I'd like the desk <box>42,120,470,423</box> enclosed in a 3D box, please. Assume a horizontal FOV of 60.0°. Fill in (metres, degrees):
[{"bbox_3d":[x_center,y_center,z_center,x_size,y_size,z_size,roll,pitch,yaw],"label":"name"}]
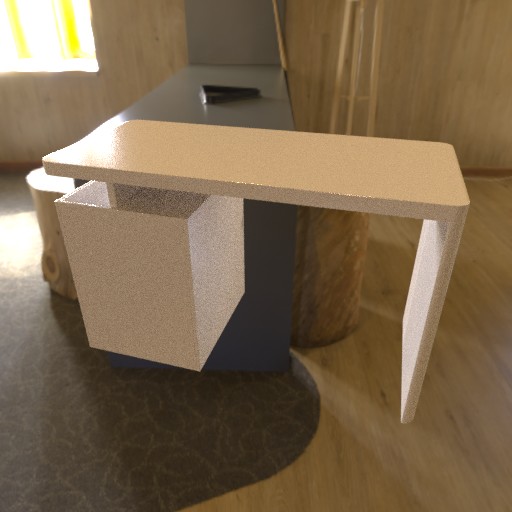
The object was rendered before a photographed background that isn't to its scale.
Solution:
[{"bbox_3d":[0.000,0.000,1.585,1.200,0.760,0.550,9,31,14],"label":"desk"}]
